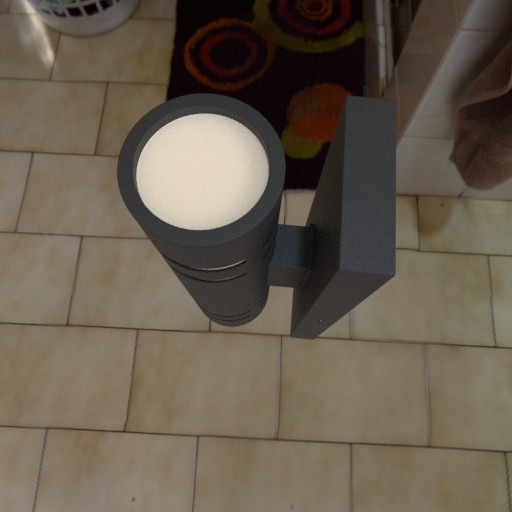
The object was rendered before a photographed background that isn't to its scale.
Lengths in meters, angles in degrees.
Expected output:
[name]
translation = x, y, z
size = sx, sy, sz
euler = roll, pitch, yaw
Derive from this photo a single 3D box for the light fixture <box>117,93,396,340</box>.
[light fixture]
translation = 0.000, 0.000, 0.396
size = 0.149, 0.330, 0.105
euler = 5, 74, 1
